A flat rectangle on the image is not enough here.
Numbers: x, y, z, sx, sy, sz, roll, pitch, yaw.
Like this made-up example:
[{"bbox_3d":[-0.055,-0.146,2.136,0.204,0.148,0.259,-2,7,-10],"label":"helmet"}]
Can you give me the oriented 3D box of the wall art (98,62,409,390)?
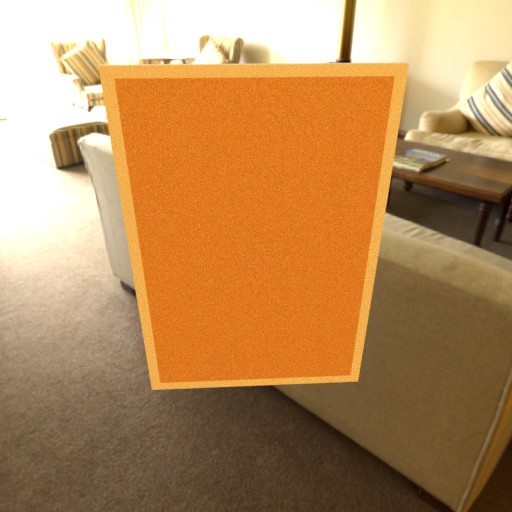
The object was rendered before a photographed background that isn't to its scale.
[{"bbox_3d":[0.000,0.000,0.820,0.456,0.656,0.013,-2,30,-3],"label":"wall art"}]
